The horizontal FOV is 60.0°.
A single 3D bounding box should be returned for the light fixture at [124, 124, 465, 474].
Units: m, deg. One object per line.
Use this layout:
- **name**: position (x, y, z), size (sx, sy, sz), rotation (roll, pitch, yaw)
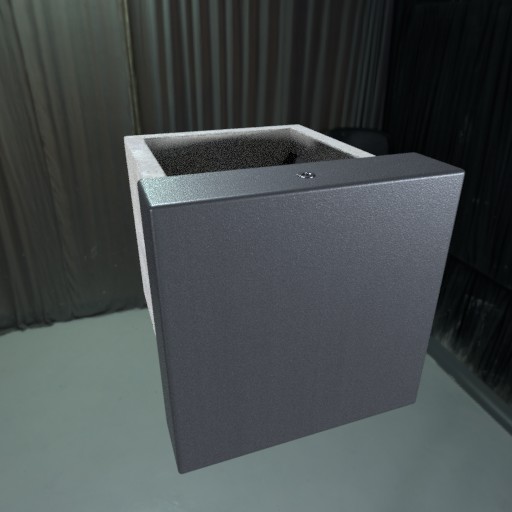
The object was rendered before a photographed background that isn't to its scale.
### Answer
- **light fixture**: position (0.000, 0.000, 0.238), size (0.121, 0.121, 0.143), rotation (-9, 28, -18)
